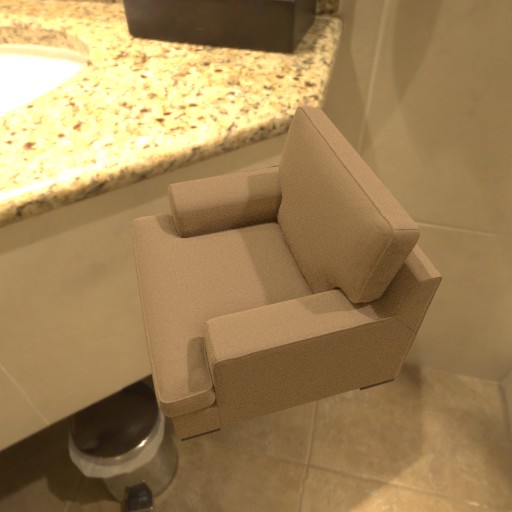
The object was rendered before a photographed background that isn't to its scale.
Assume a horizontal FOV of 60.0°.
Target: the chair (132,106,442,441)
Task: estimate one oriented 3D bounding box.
[{"bbox_3d":[0.000,0.000,2.152,1.274,1.005,1.293,-18,48,-17],"label":"chair"}]
